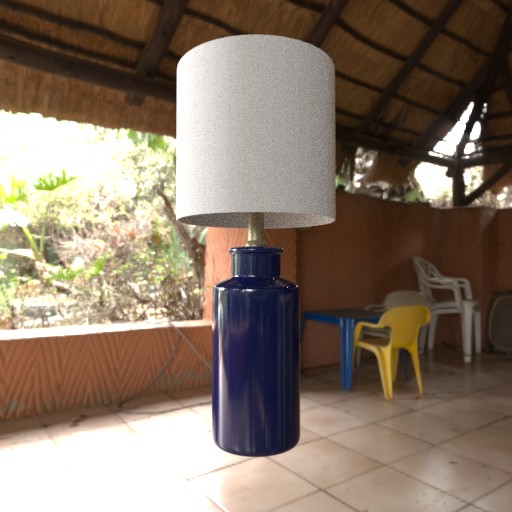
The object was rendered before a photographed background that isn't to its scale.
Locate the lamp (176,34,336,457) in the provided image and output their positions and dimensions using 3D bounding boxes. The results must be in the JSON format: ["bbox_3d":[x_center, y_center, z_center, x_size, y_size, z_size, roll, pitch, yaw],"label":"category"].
[{"bbox_3d":[0.000,0.000,0.597,0.212,0.493,0.212,1,-2,-36],"label":"lamp"}]
